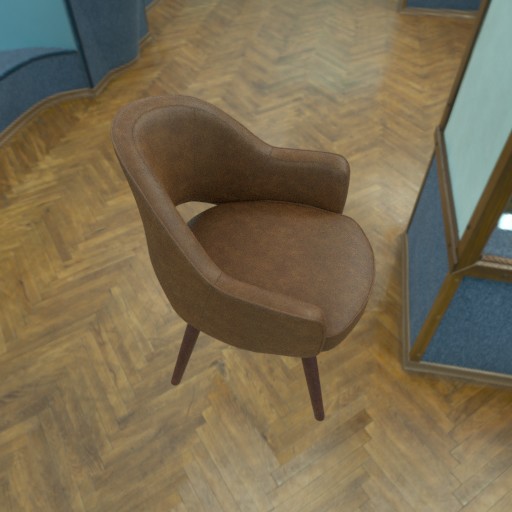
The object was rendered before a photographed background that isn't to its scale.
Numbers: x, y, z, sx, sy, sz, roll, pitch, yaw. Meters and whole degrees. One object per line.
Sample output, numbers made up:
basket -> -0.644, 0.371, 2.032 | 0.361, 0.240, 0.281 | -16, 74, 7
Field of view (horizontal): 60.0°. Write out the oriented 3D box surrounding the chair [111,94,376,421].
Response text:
chair -> 0.000, 0.000, 1.218 | 0.640, 0.777, 0.591 | 11, 47, 10
